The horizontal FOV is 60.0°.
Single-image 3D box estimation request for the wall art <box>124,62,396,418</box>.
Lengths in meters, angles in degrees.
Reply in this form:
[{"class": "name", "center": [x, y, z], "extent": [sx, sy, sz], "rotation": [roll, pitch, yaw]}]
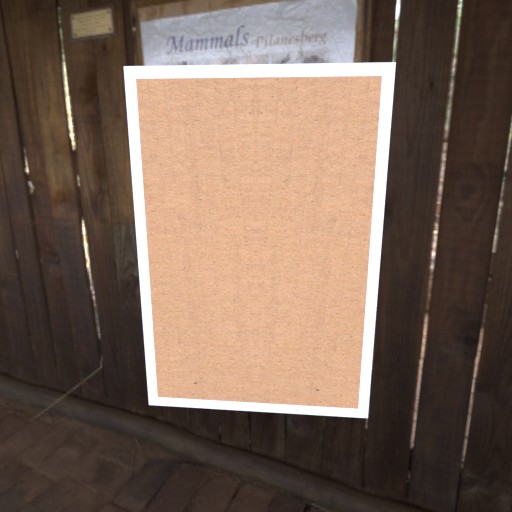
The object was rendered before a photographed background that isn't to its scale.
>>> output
[{"class": "wall art", "center": [0.000, 0.000, 1.208], "extent": [0.660, 0.965, 0.015], "rotation": [2, 16, 5]}]
